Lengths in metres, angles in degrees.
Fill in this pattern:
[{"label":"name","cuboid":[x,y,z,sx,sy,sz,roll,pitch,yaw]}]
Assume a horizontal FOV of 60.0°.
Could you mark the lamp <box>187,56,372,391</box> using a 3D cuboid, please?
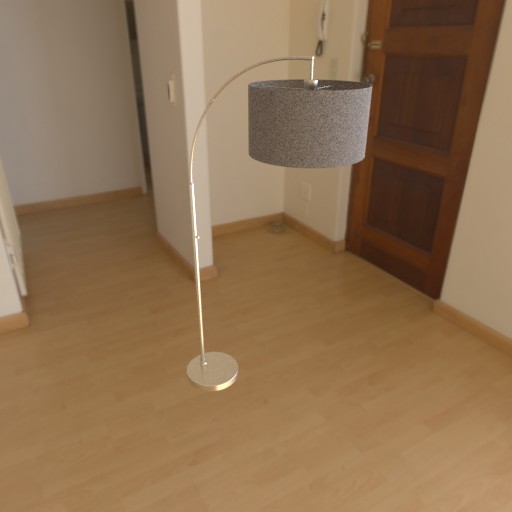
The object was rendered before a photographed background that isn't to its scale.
[{"label":"lamp","cuboid":[0.000,0.000,2.101,0.934,1.735,0.452,17,31,31]}]
